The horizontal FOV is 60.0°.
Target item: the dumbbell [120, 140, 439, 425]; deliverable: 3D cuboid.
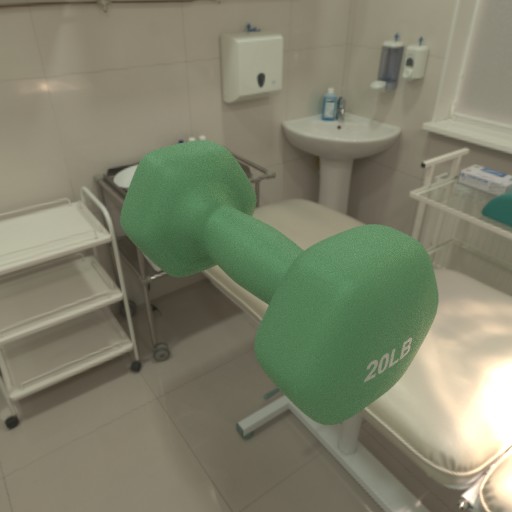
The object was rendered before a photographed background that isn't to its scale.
[{"bbox_3d":[0.000,0.000,0.338,0.129,0.117,0.260,-21,38,-30],"label":"dumbbell"}]
